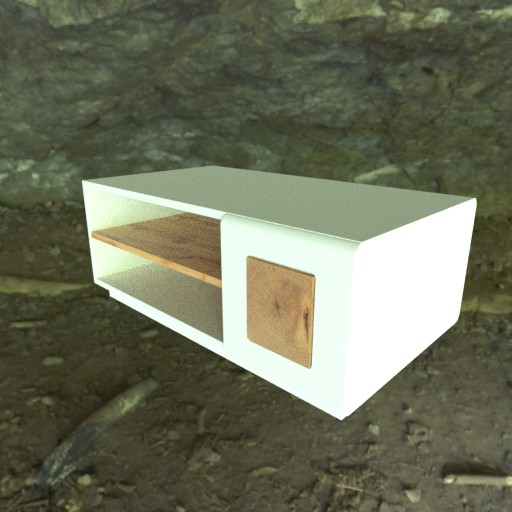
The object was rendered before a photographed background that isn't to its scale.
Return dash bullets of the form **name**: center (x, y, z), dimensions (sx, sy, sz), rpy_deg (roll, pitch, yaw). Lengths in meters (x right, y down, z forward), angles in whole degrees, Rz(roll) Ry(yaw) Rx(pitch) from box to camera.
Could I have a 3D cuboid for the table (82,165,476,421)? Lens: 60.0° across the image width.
- **table**: center (0.000, 0.000, 1.442), dimensions (1.097, 0.442, 0.639), rpy_deg (16, 24, 41)
